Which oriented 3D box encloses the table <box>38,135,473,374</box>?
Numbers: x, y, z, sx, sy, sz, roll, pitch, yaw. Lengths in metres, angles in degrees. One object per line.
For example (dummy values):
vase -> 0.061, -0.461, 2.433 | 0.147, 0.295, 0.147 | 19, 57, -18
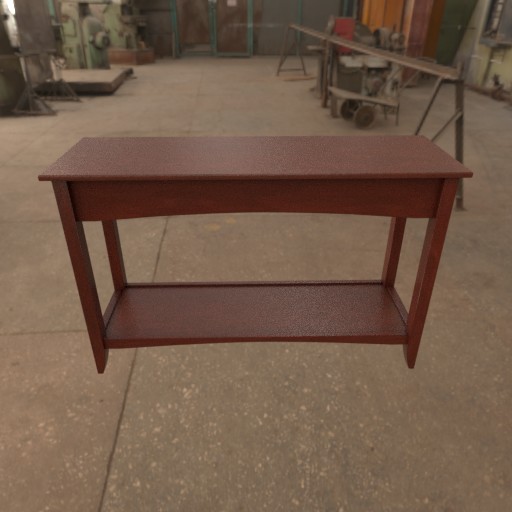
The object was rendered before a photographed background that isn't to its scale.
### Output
table -> 0.000, 0.000, 1.558 | 1.188, 0.739, 0.392 | -1, 30, -1
